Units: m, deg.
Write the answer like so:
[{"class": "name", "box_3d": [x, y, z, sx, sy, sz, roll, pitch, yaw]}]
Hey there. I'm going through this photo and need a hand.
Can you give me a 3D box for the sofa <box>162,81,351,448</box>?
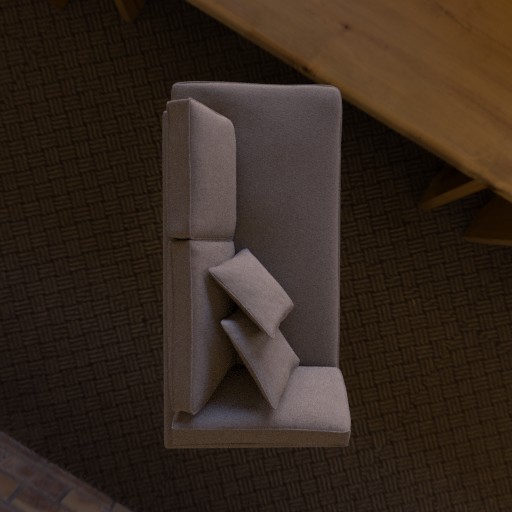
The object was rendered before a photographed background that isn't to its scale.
[{"class": "sofa", "box_3d": [0.000, 0.000, 2.862, 1.110, 1.033, 2.237, 0, 91, -1]}]
